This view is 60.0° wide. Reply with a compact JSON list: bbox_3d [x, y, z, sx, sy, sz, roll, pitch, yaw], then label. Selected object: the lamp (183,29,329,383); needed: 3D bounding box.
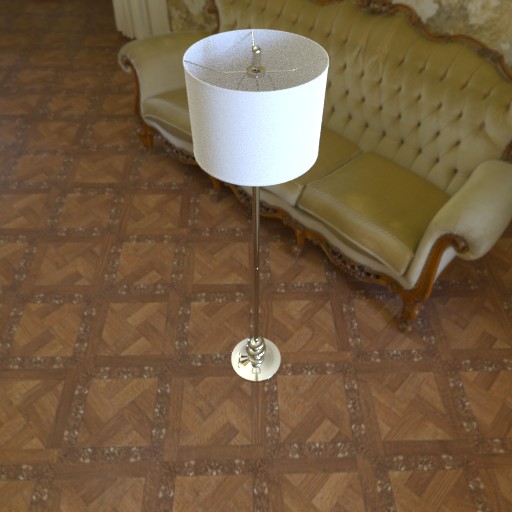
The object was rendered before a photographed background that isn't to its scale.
[{"bbox_3d":[0.000,0.000,1.612,0.356,1.487,0.356,-2,47,-2],"label":"lamp"}]
